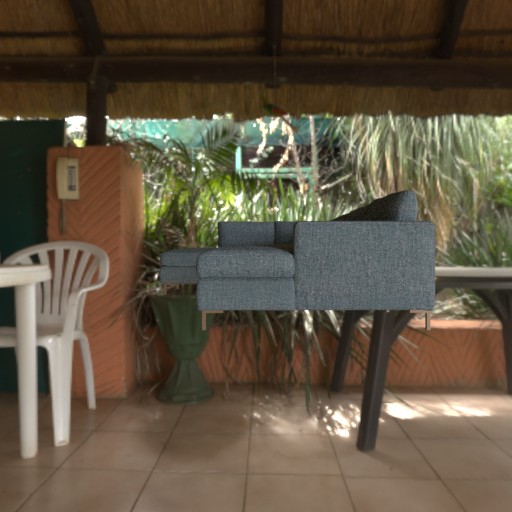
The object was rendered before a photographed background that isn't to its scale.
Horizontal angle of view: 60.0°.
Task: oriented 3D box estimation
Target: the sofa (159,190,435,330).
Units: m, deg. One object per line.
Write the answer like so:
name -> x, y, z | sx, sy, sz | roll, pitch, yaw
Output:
sofa -> 0.000, 0.000, 3.637 | 1.879, 0.753, 2.737 | 0, 0, 0
